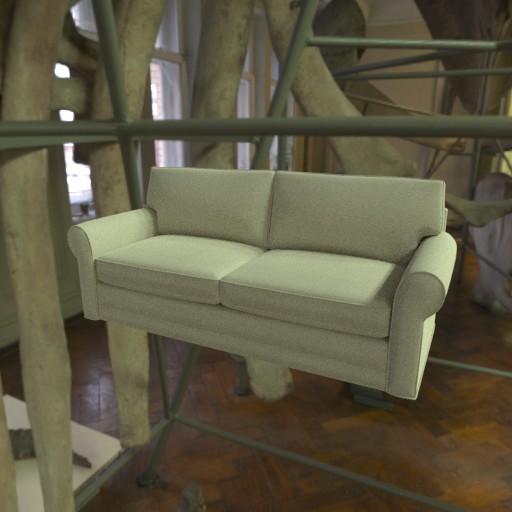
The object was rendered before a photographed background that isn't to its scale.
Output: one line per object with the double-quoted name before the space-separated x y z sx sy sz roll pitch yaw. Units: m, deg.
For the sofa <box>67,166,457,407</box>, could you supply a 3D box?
"sofa" 0.000 0.000 2.637 2.146 0.962 0.901 8 18 25
